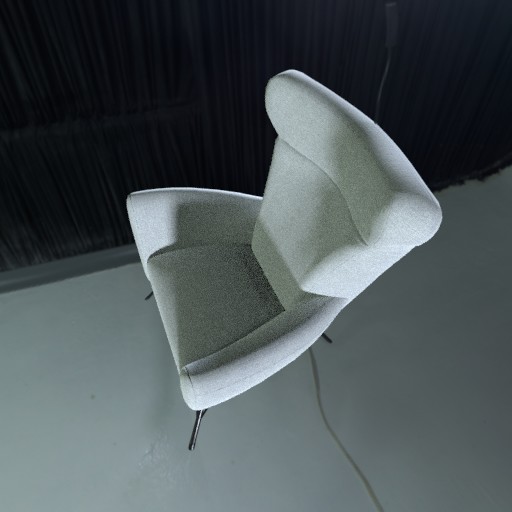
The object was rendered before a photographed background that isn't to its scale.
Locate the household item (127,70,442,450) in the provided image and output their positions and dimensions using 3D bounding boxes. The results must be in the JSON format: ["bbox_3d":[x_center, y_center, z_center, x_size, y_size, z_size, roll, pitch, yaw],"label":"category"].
[{"bbox_3d":[0.000,0.000,1.726,0.900,1.050,0.980,-16,49,-15],"label":"household item"}]
